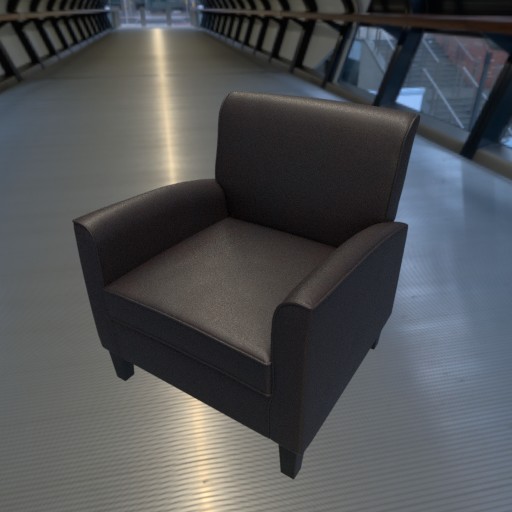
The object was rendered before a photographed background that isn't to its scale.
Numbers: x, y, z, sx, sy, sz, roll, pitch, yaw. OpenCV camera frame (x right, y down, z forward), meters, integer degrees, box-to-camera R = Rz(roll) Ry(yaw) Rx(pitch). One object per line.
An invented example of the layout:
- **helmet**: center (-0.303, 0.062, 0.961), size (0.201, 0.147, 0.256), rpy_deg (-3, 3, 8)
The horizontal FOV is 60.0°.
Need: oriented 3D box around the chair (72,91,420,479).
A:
- **chair**: center (0.000, 0.000, 1.512), size (0.820, 0.916, 0.819), rpy_deg (18, 35, 28)
